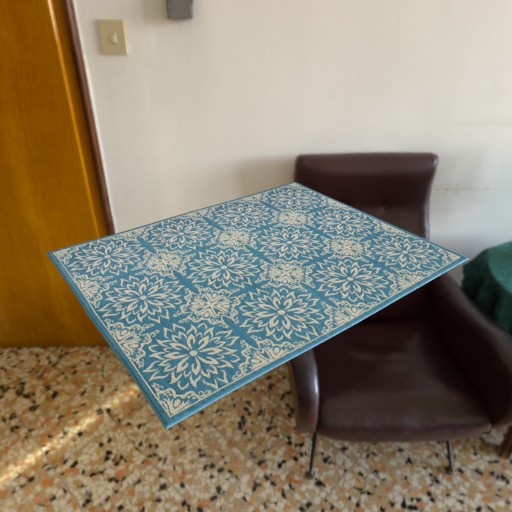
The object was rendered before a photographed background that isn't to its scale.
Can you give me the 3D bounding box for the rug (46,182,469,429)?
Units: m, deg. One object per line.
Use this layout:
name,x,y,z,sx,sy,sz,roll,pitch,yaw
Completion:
rug,0.000,0.000,3.939,2.964,0.018,2.350,-21,36,-31
